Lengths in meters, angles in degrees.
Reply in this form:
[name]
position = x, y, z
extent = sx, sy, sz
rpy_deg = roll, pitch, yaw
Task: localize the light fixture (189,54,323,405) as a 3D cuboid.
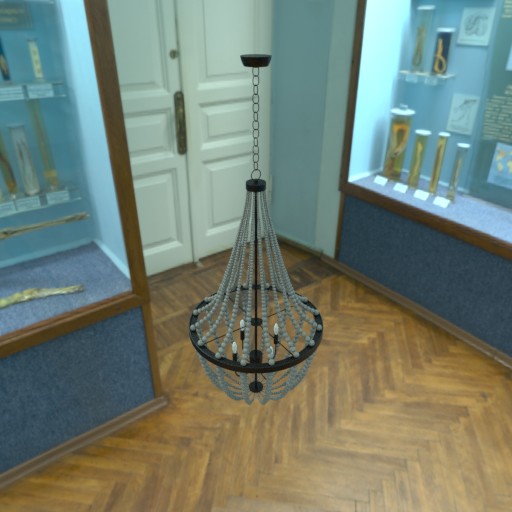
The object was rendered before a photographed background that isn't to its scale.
[light fixture]
position = 0.000, 0.000, 1.370
extent = 0.450, 1.133, 0.450
rpy_deg = 0, 29, 0
